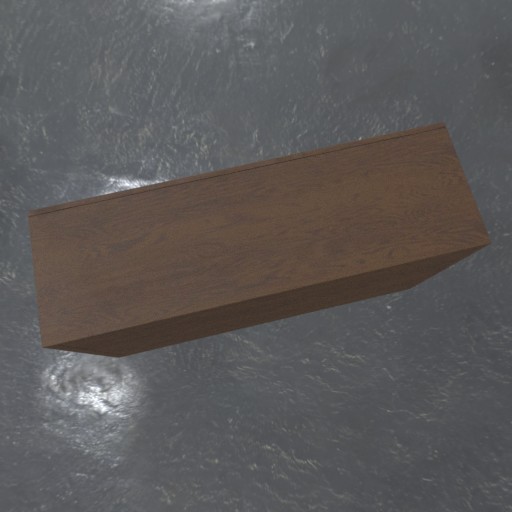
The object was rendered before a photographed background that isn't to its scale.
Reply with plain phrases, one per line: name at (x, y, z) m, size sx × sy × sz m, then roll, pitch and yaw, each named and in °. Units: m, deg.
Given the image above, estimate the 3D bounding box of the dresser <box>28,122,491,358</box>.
dresser at (0.000, 0.000, 1.952) m, size 1.523 × 0.889 × 0.512 m, roll -13°, pitch 75°, yaw -3°
